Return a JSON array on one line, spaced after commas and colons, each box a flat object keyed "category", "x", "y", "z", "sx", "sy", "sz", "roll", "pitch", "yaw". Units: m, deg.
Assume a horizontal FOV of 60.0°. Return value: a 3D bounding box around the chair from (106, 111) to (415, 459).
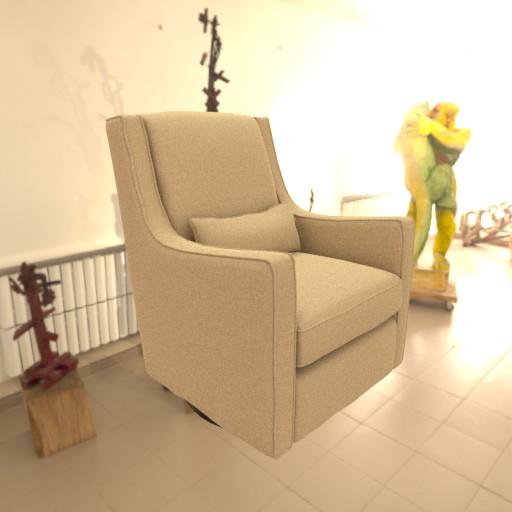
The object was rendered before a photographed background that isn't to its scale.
[{"category": "chair", "x": 0.000, "y": 0.000, "z": 1.576, "sx": 0.879, "sy": 0.993, "sz": 0.732, "roll": 16, "pitch": 23, "yaw": 42}]
